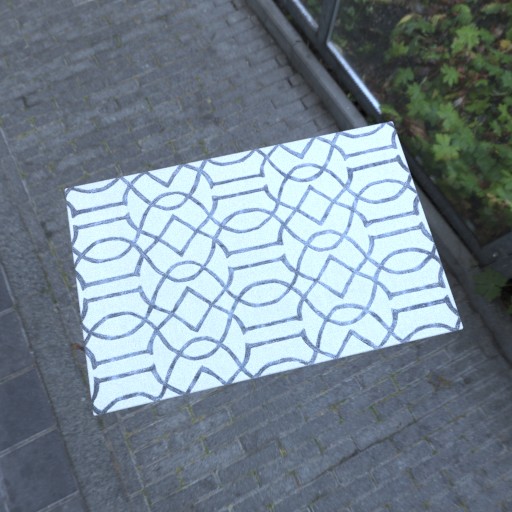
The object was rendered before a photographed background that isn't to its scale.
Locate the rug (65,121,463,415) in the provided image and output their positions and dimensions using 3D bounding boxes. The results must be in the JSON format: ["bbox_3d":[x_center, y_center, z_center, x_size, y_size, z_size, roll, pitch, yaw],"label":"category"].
[{"bbox_3d":[0.000,0.000,2.942,2.365,0.017,1.521,-12,76,-3],"label":"rug"}]
